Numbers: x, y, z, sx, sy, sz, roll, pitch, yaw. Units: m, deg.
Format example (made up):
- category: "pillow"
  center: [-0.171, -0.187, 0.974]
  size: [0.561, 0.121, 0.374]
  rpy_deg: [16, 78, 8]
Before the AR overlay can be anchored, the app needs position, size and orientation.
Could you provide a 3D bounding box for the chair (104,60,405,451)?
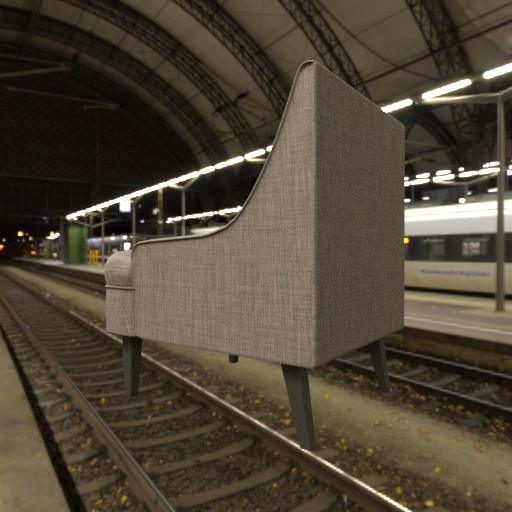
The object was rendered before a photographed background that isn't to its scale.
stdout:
- category: "chair"
  center: [0.000, 0.000, 1.442]
  size: [0.771, 0.891, 0.655]
  rpy_deg: [1, 1, 36]
